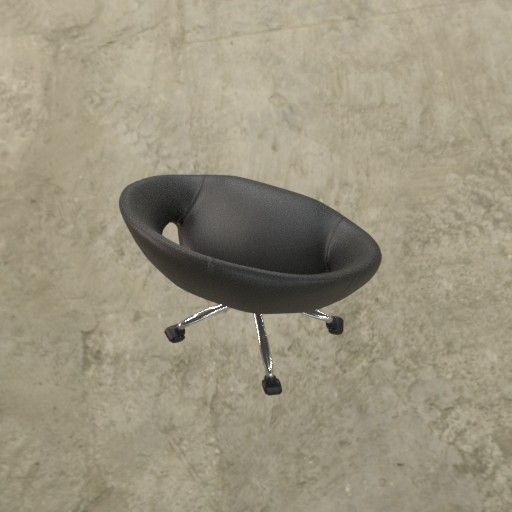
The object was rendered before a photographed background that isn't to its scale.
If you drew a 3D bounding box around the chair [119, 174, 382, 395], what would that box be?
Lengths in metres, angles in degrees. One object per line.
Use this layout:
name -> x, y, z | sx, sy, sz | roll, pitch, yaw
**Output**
chair -> 0.000, 0.000, 1.188 | 0.612, 0.791, 0.538 | 18, 64, 9
